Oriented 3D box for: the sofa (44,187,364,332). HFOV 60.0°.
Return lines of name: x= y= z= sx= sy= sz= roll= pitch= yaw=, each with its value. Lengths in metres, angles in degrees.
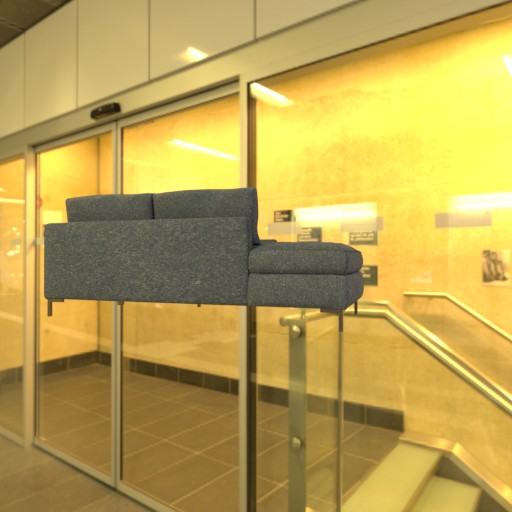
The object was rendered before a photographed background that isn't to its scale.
sofa: x=0.000 y=0.000 z=3.978 sx=2.007 sy=0.815 sz=2.949 roll=0 pitch=0 yaw=19
